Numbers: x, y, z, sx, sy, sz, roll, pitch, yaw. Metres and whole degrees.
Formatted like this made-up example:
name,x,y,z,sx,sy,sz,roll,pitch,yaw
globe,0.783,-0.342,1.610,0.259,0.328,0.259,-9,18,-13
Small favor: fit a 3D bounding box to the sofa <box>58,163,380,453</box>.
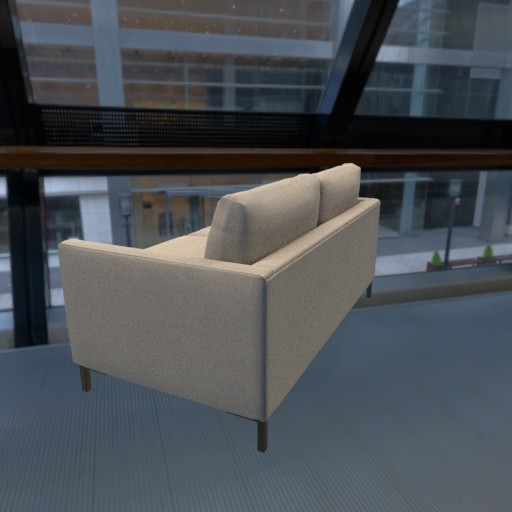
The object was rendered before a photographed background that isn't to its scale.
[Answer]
name,x,y,z,sx,sy,sz,roll,pitch,yaw
sofa,0.000,0.000,2.213,0.875,0.840,1.682,8,17,25
